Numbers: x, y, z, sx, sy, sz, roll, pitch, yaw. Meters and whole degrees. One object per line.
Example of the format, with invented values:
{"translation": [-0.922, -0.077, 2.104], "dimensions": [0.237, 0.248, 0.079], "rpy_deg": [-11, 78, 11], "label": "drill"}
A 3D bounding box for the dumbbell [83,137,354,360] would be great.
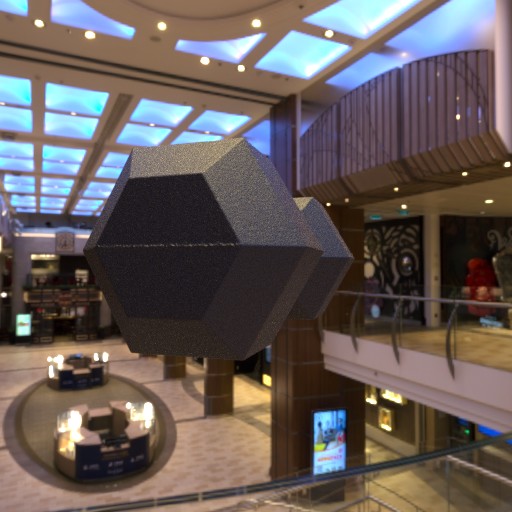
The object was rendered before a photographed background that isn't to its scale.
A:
{"translation": [0.000, 0.000, 0.464], "dimensions": [0.173, 0.150, 0.384], "rpy_deg": [-1, -2, 18], "label": "dumbbell"}
